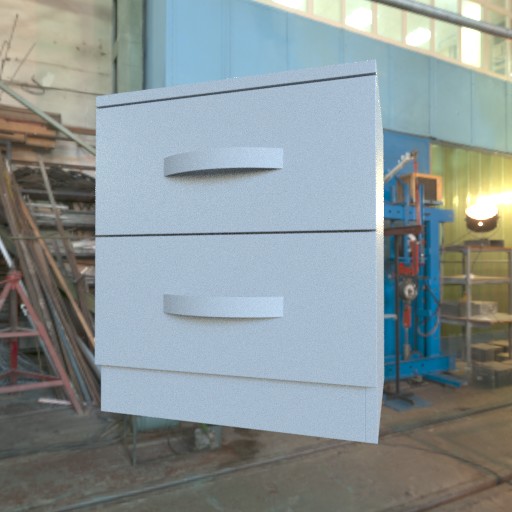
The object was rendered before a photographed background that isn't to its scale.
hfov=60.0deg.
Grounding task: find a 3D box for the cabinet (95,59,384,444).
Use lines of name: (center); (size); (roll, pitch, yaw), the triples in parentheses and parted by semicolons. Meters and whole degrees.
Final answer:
cabinet: (0.000, 0.000, 0.739); (0.400, 0.470, 0.360); (0, -1, 17)
